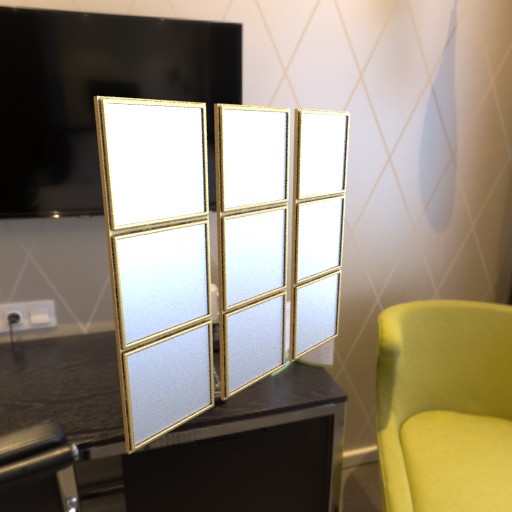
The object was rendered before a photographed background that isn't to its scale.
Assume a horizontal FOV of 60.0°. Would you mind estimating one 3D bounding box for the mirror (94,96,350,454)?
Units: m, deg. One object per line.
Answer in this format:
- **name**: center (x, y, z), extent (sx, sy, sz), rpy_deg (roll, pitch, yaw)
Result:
- **mirror**: center (0.000, 0.000, 1.444), extent (0.023, 0.926, 1.011), rpy_deg (14, 21, 42)
